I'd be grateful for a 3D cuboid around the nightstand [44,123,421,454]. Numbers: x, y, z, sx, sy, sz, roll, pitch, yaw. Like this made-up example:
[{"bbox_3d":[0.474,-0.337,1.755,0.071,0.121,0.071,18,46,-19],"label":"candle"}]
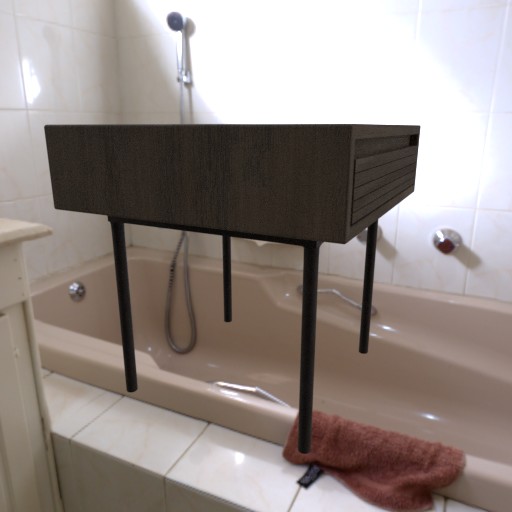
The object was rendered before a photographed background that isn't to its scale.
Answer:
[{"bbox_3d":[0.000,0.000,0.876,0.503,0.497,0.502,8,18,27],"label":"nightstand"}]
